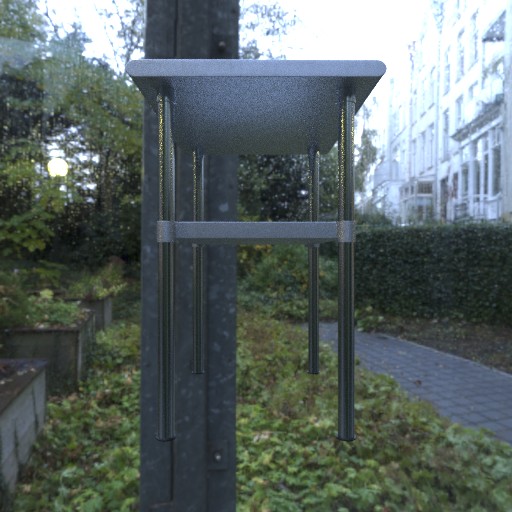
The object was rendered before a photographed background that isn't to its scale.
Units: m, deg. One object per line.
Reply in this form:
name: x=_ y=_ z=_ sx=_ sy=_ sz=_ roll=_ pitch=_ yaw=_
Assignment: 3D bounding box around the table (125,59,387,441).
table: x=0.000 y=0.000 z=1.368 sx=0.584 sy=0.876 sz=0.762 roll=0 pitch=0 yaw=0
